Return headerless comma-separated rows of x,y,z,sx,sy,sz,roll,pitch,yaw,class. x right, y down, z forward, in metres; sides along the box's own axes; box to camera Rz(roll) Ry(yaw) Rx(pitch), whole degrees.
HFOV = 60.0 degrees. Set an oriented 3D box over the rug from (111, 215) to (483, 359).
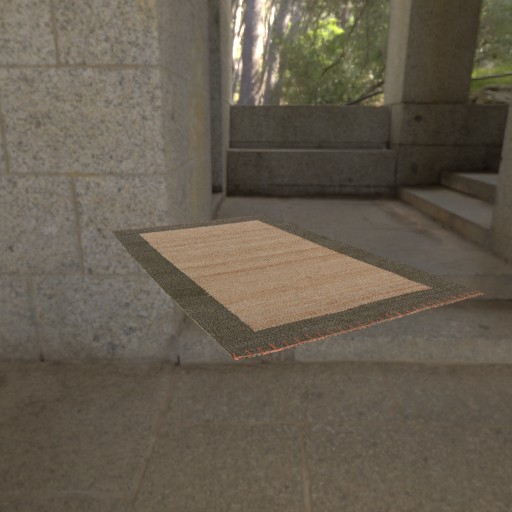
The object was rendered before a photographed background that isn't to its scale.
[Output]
0.000,0.000,3.072,1.521,0.006,2.435,-9,19,-27,rug
